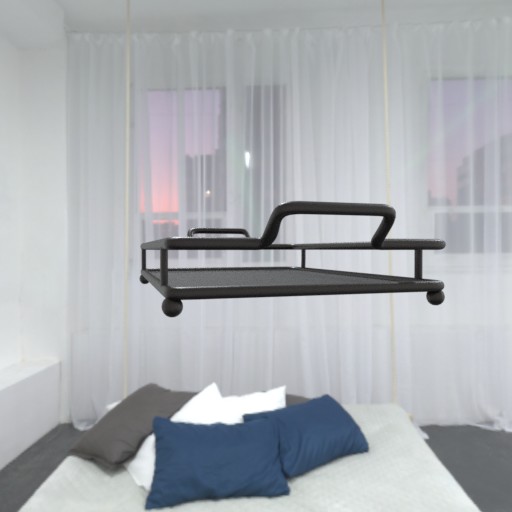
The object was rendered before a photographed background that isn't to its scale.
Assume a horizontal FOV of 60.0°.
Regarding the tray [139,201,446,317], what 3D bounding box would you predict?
[{"bbox_3d":[0.000,0.000,0.620,0.297,0.101,0.495,0,1,-17],"label":"tray"}]
